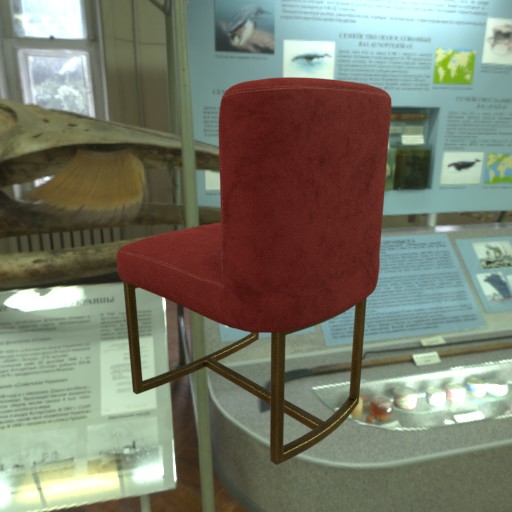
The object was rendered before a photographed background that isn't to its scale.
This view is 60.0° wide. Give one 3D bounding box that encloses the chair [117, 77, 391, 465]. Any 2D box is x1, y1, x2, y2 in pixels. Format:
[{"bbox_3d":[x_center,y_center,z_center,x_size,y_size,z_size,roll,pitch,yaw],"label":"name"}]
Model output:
[{"bbox_3d":[0.000,0.000,1.161,0.530,0.824,0.560,-15,22,-42],"label":"chair"}]
